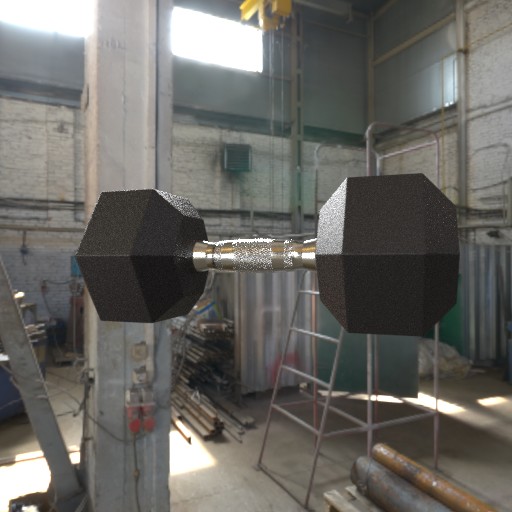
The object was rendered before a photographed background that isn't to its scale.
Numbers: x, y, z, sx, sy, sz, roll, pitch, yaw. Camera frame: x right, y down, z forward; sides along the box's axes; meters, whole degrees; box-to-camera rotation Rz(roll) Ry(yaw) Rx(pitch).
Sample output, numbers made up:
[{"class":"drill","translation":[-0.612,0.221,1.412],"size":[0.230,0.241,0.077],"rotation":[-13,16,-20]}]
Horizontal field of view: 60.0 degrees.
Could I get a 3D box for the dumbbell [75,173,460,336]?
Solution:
[{"class":"dumbbell","translation":[0.000,0.000,0.412],"size":[0.337,0.123,0.142],"rotation":[0,-1,18]}]
